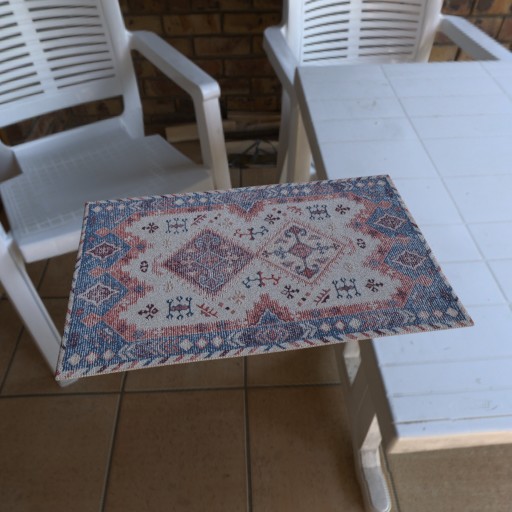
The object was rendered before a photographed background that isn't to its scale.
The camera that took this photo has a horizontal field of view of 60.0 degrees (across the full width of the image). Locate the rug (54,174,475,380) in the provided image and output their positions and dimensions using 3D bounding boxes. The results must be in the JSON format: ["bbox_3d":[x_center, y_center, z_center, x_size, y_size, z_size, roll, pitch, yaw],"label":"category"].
[{"bbox_3d":[0.000,0.000,3.065,2.464,0.023,1.521,-6,47,-6],"label":"rug"}]
